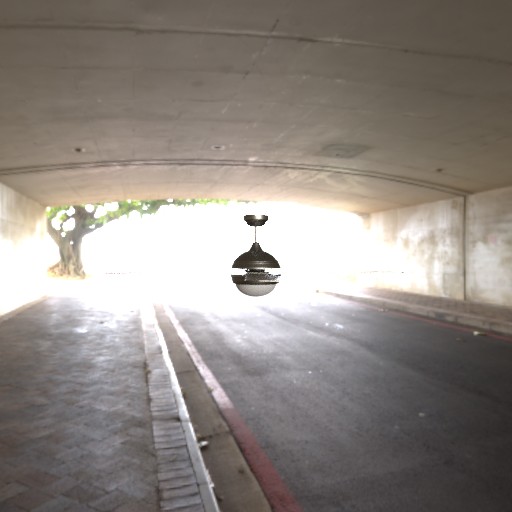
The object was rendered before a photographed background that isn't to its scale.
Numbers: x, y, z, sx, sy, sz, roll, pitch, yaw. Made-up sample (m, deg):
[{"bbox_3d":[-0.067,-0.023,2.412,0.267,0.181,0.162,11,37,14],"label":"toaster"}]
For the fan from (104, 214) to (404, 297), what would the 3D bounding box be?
[{"bbox_3d":[0.000,0.000,2.076,1.321,0.381,1.321,0,0,17],"label":"fan"}]
